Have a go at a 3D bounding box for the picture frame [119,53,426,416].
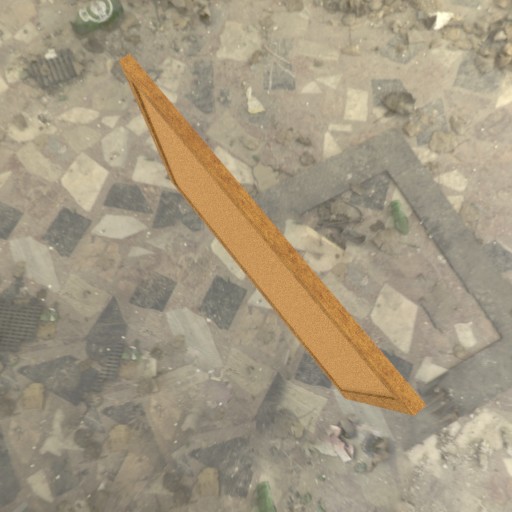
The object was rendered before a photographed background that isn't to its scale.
[{"bbox_3d":[0.000,0.000,1.164,0.029,0.621,0.922,-37,78,-9],"label":"picture frame"}]
